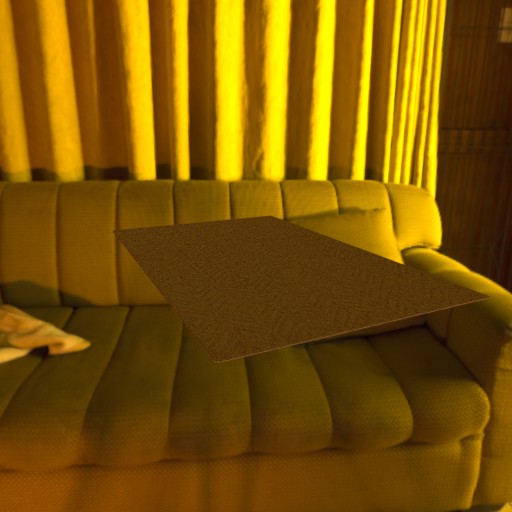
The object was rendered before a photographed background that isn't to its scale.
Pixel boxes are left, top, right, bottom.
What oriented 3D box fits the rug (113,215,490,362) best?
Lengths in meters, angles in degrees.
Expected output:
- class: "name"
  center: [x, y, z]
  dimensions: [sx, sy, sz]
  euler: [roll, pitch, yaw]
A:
- class: "rug"
  center: [0.000, 0.000, 3.022]
  dimensions: [1.523, 0.008, 2.438]
  euler: [-8, 18, -25]
